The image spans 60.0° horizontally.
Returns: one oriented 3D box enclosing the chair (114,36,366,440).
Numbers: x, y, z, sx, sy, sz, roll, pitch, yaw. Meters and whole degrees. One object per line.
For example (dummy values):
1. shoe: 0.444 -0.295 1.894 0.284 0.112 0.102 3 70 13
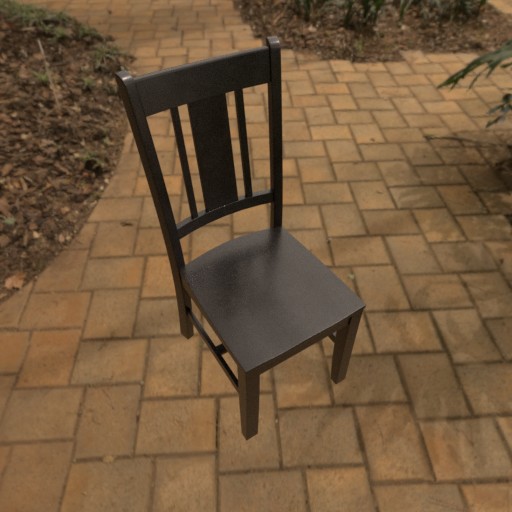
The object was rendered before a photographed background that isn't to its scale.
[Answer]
1. chair: 0.000 0.000 1.301 0.450 0.998 0.555 -24 50 -22
